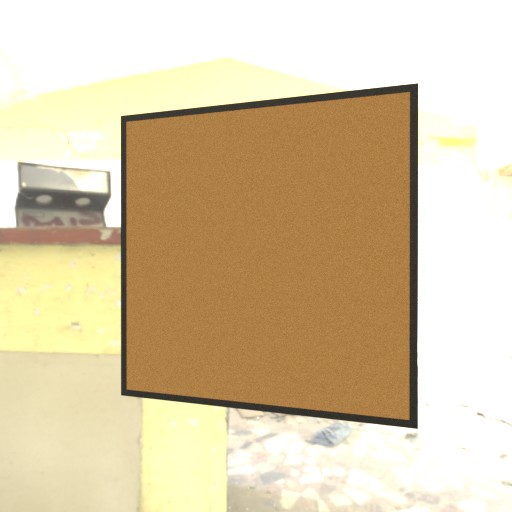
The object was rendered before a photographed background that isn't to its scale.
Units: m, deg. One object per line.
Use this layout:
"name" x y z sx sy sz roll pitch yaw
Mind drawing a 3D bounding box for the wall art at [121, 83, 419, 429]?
"wall art" 0.000 0.000 1.111 0.763 0.763 0.038 0 0 18
